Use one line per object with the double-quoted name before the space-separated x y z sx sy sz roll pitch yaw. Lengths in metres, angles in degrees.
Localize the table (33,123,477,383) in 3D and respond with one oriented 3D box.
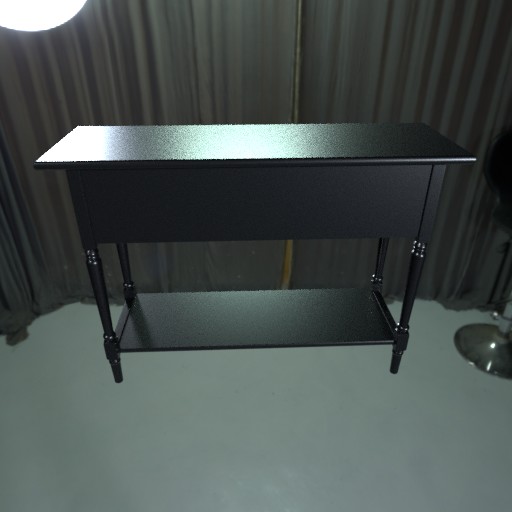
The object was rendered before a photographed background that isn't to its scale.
"table" 0.000 0.000 1.554 1.191 0.819 0.386 -1 30 -2
